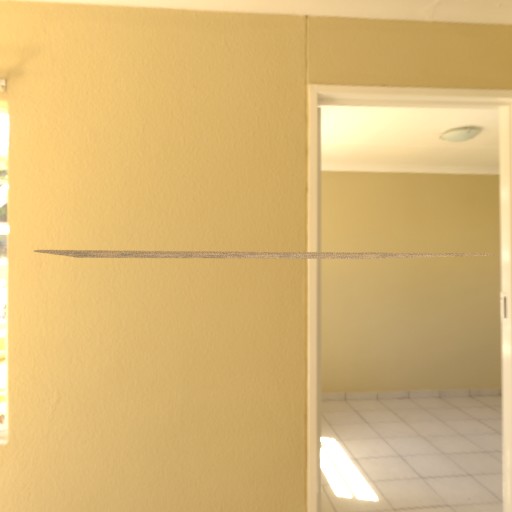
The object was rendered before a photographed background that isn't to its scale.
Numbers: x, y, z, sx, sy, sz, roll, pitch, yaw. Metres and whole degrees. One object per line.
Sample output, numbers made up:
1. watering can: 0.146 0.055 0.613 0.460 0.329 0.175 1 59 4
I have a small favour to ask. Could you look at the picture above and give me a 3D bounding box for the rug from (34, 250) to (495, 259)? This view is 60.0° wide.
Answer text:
1. rug: 0.000 0.000 2.817 2.284 0.008 1.522 0 -1 -16
